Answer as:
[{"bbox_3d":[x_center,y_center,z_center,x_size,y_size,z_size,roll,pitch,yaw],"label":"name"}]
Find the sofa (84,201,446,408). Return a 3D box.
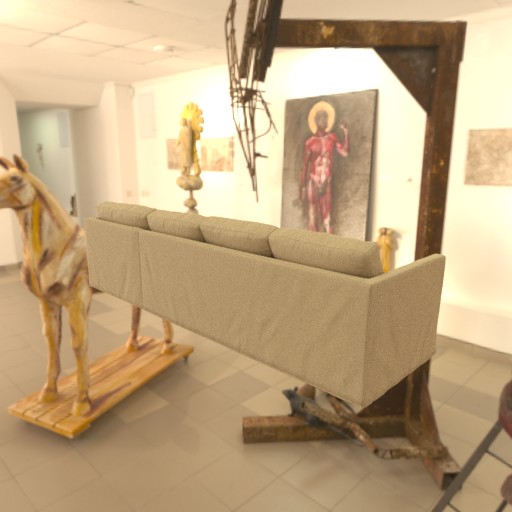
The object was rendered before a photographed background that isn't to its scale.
[{"bbox_3d":[0.000,0.000,3.875,3.177,0.867,1.622,13,18,43],"label":"sofa"}]
